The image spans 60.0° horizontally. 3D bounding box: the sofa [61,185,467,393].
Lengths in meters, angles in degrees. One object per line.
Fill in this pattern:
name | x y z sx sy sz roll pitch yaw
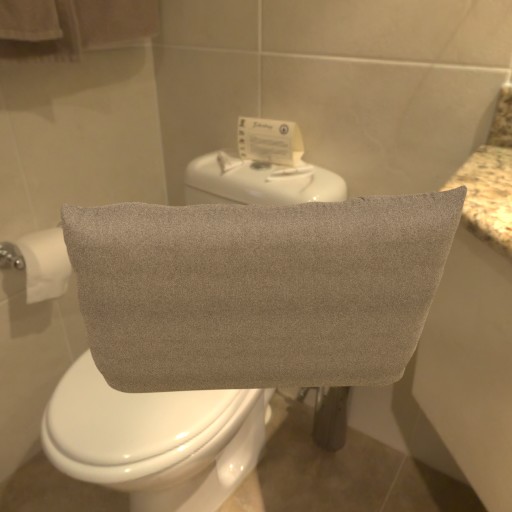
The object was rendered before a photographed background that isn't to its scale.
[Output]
sofa | 0.000 0.000 1.689 1.144 0.795 0.847 -1 30 -2
